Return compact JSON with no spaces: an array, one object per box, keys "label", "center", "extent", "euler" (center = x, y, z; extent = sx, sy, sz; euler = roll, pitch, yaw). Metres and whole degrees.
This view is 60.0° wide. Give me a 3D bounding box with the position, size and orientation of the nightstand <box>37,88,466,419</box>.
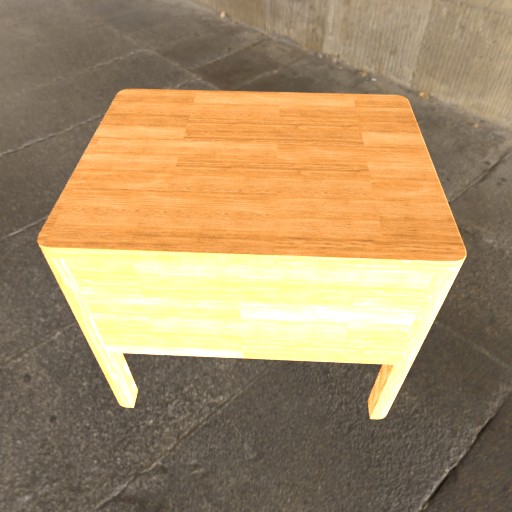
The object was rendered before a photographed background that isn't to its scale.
[{"label":"nightstand","center":[0.000,0.000,0.886],"extent":[0.560,0.470,0.440],"euler":[2,47,2]}]
